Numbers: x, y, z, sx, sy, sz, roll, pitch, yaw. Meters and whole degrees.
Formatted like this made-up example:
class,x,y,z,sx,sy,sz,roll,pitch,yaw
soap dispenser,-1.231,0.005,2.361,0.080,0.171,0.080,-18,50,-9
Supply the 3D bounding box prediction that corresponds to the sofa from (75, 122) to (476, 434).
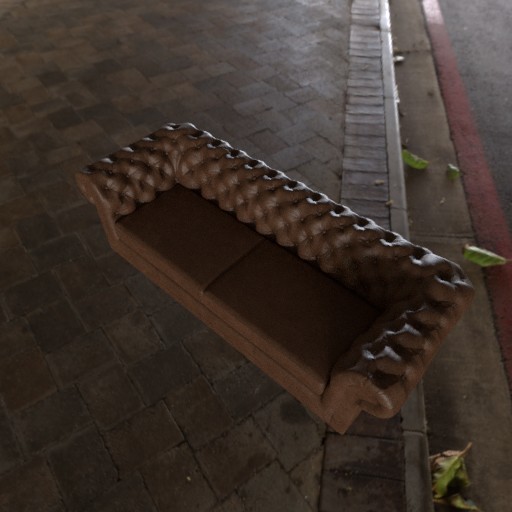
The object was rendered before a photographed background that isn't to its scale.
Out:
class,x,y,z,sx,sy,sz,roll,pitch,yaw
sofa,0.000,0.000,2.810,2.385,0.783,0.944,34,56,27
